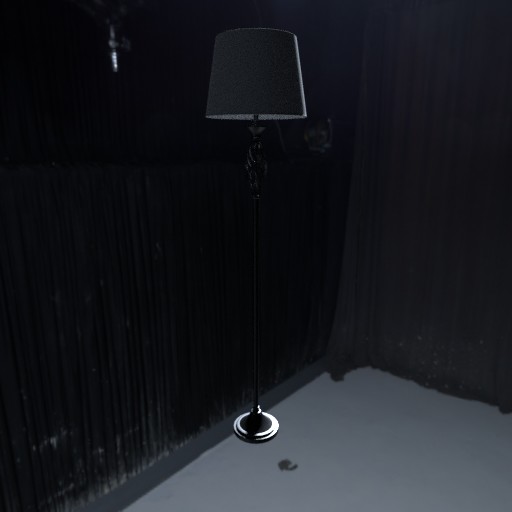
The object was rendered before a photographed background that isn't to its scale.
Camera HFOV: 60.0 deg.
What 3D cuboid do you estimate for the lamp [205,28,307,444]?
[{"bbox_3d":[0.000,0.000,1.802,0.379,1.623,0.379,0,15,0],"label":"lamp"}]
